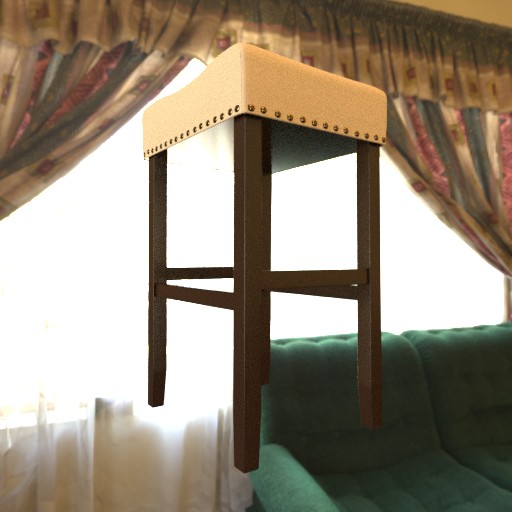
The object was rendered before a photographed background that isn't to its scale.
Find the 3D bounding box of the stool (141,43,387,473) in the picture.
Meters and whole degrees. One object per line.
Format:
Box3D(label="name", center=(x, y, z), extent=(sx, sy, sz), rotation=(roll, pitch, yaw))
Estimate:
Box3D(label="stool", center=(0.000, 0.000, 1.063), extent=(0.401, 0.762, 0.471), rotation=(0, 0, -36))
